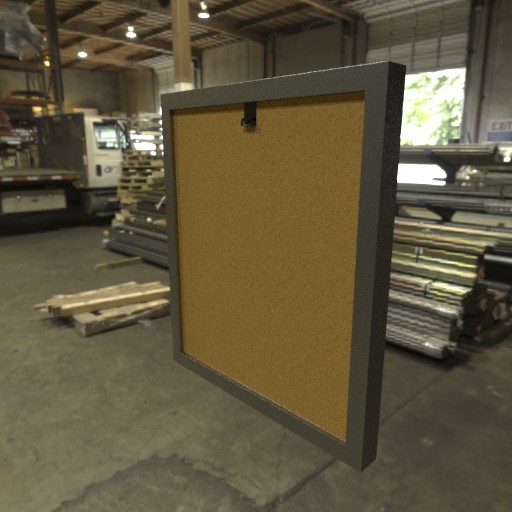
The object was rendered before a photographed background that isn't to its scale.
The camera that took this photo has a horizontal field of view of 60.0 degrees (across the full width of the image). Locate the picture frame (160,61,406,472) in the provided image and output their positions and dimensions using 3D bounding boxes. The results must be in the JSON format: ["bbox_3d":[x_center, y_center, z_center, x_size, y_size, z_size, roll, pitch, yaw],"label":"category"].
[{"bbox_3d":[0.000,0.000,1.320,0.073,0.968,0.839,-13,19,-42],"label":"picture frame"}]
